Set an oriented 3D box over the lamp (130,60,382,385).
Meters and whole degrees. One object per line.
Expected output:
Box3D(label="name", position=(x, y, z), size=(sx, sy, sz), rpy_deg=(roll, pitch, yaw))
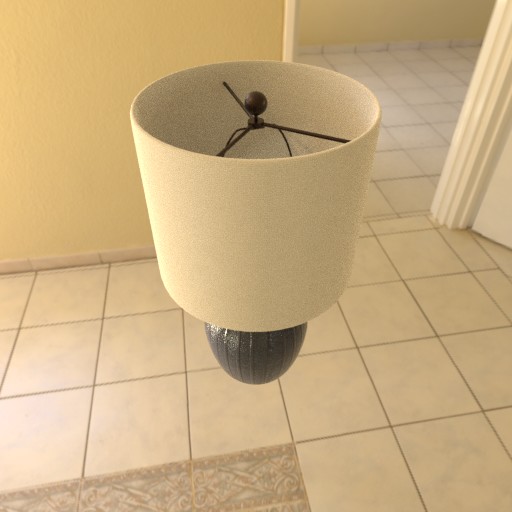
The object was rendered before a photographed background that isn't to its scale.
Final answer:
Box3D(label="lamp", position=(0.000, 0.000, 0.767), size=(0.329, 0.570, 0.329), rpy_deg=(-13, 43, -14))
